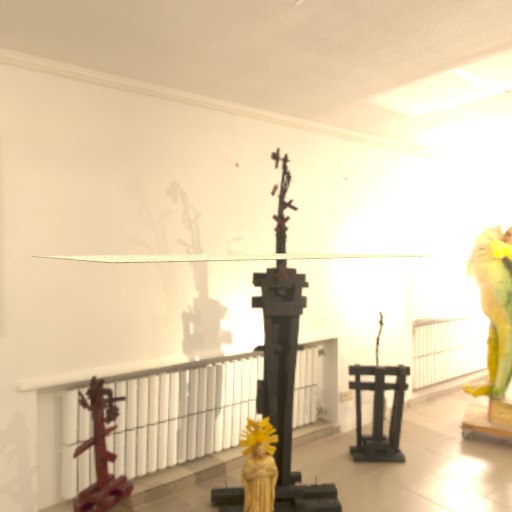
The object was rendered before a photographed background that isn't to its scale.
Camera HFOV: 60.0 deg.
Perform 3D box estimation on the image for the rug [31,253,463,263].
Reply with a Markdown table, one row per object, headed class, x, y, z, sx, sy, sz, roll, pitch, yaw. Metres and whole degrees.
| class | x | y | z | sx | sy | sz | roll | pitch | yaw |
| --- | --- | --- | --- | --- | --- | --- | --- | --- | --- |
| rug | 0.000 | 0.000 | 2.948 | 2.439 | 0.005 | 1.524 | -1 | 1 | -37 |
